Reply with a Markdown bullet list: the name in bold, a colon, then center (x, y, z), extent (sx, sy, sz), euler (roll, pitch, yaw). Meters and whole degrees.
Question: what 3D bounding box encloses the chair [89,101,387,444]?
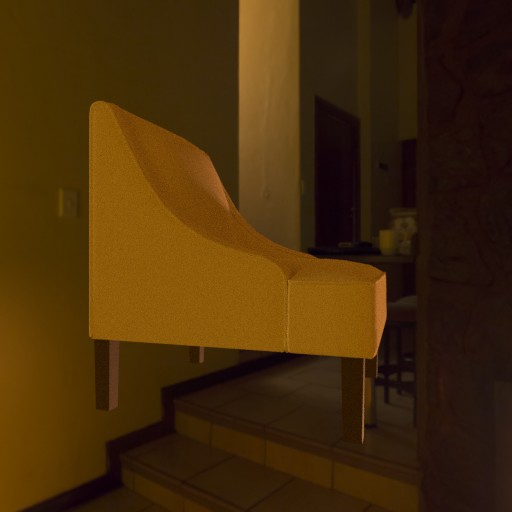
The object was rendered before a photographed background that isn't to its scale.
- **chair**: center (0.000, 0.000, 1.460), extent (0.806, 0.886, 0.689), euler (0, 0, 18)
